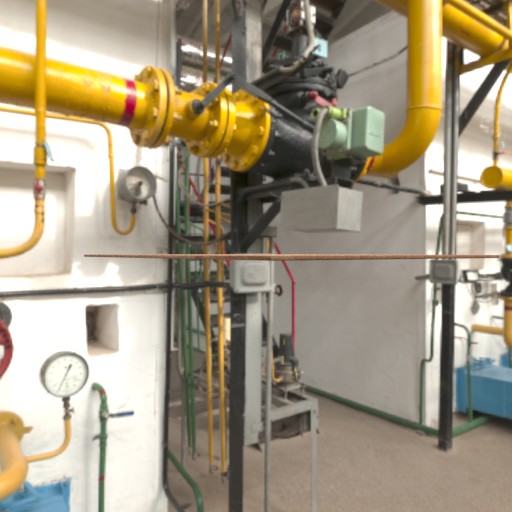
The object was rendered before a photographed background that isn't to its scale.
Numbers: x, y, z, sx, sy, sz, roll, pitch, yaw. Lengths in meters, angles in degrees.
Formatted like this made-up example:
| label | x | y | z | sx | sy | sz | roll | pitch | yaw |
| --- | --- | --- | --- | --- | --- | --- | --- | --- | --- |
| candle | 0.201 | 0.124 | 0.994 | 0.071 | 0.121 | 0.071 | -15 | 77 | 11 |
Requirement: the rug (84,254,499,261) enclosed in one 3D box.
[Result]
| label | x | y | z | sx | sy | sz | roll | pitch | yaw |
| --- | --- | --- | --- | --- | --- | --- | --- | --- | --- |
| rug | 0.000 | 0.000 | 2.259 | 1.219 | 0.014 | 1.829 | 0 | 0 | -36 |
